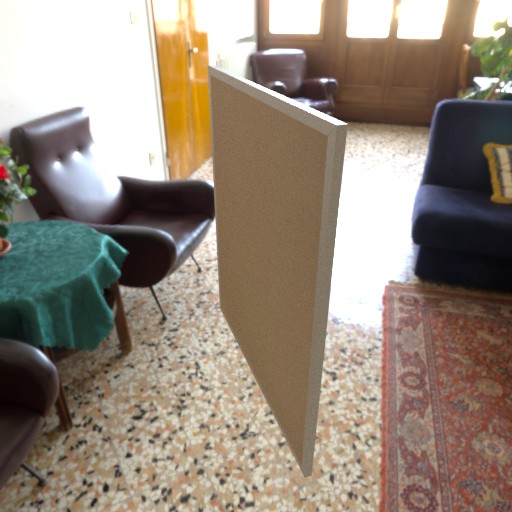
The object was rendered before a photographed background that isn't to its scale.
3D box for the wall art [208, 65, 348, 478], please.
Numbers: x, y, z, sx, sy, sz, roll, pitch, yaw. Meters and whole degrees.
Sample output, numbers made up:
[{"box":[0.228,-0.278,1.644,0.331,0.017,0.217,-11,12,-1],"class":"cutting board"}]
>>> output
[{"box":[0.000,0.000,0.766,0.012,0.557,0.482,-11,32,-18],"class":"wall art"}]
